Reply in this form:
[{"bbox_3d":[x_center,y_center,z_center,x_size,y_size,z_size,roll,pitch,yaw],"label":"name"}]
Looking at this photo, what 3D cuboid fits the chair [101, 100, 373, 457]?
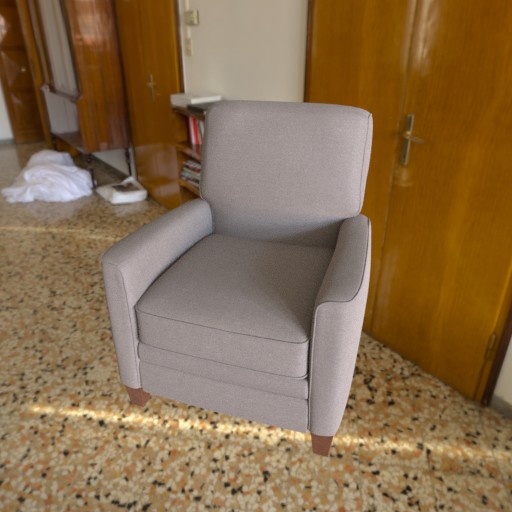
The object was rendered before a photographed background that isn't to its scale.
[{"bbox_3d":[0.000,0.000,1.675,0.845,1.023,0.859,8,28,16],"label":"chair"}]
